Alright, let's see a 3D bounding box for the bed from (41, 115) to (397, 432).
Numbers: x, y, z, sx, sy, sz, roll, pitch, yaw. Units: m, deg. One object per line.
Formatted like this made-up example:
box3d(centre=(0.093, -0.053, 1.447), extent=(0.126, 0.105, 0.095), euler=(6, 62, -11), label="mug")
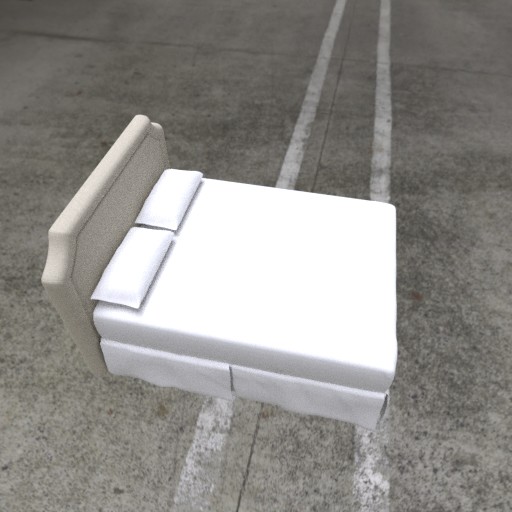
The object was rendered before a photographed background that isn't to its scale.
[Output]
box3d(centre=(0.000, 0.000, 3.189), extent=(2.116, 1.290, 1.693), euler=(9, 48, 8), label="bed")
